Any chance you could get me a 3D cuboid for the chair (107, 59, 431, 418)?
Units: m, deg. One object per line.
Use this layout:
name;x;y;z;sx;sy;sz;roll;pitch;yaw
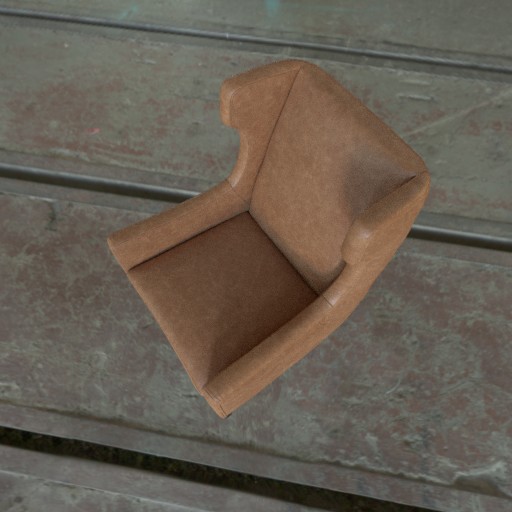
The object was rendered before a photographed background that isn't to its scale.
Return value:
chair;0.000;0.000;1.694;0.899;1.079;0.766;-32;67;-15
